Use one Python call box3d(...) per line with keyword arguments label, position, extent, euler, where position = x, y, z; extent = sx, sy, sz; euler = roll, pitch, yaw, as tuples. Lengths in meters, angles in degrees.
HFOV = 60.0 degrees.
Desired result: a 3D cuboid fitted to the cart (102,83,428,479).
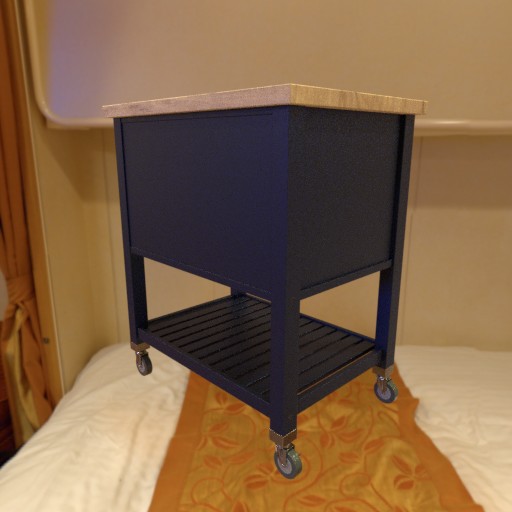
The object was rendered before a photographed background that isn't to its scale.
box3d(label="cart", position=(0.000, 0.000, 1.414), extent=(0.567, 0.920, 0.797), euler=(-14, 20, -42))
